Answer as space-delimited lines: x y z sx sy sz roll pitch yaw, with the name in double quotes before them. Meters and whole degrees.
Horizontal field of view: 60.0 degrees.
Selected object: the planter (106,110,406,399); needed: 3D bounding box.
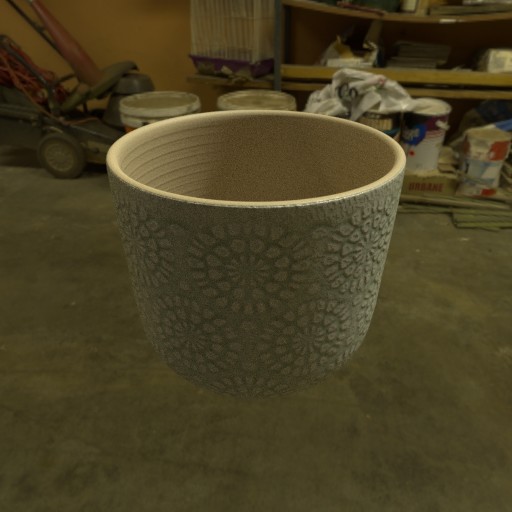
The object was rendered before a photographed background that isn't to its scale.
"planter" 0.000 0.000 0.299 0.169 0.153 0.169 0 31 0
